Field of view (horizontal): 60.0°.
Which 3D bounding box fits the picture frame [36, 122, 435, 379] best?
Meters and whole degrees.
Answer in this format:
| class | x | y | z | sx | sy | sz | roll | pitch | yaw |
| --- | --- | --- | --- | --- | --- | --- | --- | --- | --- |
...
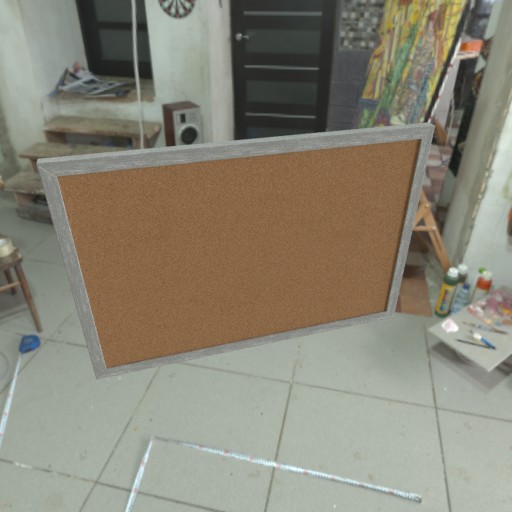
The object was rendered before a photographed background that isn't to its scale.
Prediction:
| class | x | y | z | sx | sy | sz | roll | pitch | yaw |
| --- | --- | --- | --- | --- | --- | --- | --- | --- | --- |
| picture frame | 0.000 | 0.000 | 1.208 | 0.950 | 0.640 | 0.029 | -9 | 34 | -14 |
